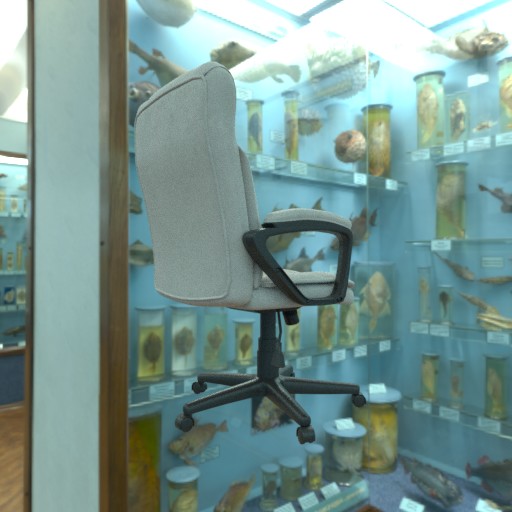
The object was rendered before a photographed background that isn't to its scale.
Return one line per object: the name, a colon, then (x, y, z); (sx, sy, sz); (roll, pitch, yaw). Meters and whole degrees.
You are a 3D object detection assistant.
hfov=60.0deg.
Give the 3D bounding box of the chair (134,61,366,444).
chair: (0.000, 0.000, 1.580); (0.724, 1.105, 0.667); (0, 0, -38)
